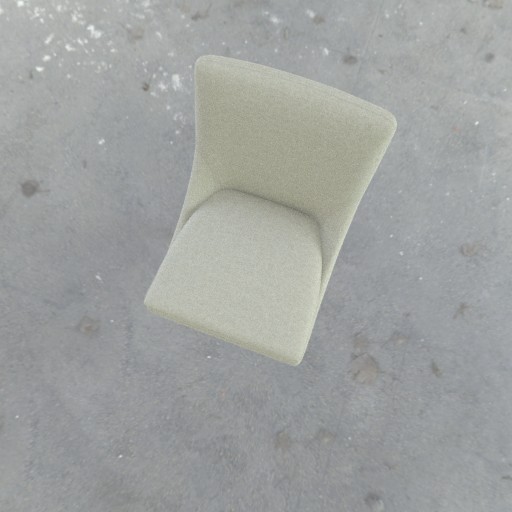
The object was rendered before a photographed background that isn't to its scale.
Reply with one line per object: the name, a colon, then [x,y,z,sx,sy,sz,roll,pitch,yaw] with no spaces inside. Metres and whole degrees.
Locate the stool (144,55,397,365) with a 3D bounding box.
stool: [0.000,0.000,1.390,0.470,1.092,0.559,20,77,5]
